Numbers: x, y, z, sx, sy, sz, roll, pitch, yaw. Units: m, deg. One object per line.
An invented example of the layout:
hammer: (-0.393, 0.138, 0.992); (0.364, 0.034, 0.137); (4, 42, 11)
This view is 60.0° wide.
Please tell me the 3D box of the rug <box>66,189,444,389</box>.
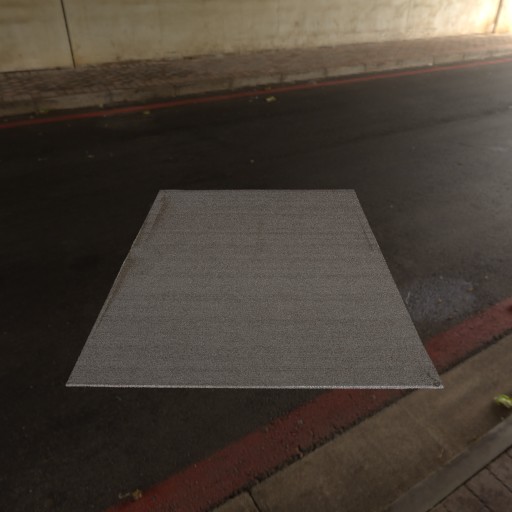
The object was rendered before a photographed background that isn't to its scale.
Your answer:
rug: (0.000, 0.000, 4.946); (2.873, 0.053, 3.778); (0, 32, 0)
